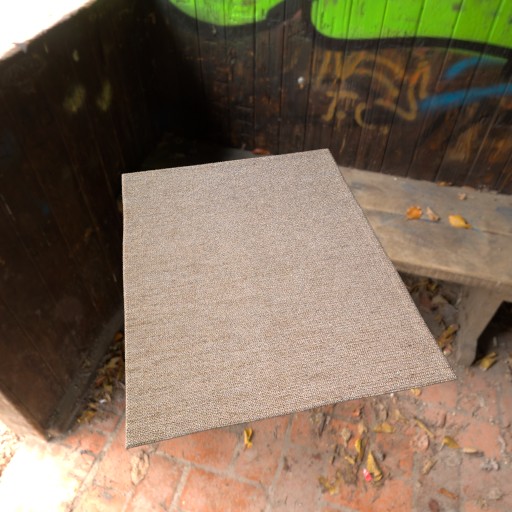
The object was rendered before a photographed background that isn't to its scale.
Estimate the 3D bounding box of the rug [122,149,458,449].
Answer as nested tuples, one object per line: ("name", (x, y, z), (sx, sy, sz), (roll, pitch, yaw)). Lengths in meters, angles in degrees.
("rug", (0.000, 0.000, 4.104), (2.406, 0.012, 3.034), (-9, 48, -8))
